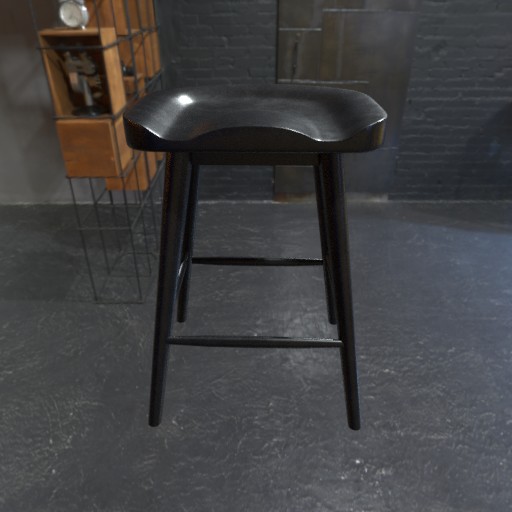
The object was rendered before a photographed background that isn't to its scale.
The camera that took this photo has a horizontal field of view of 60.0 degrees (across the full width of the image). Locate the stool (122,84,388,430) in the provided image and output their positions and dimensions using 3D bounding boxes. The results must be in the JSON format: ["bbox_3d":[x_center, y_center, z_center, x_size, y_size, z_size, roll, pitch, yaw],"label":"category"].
[{"bbox_3d":[0.000,0.000,0.905,0.440,0.615,0.361,1,31,1],"label":"stool"}]
